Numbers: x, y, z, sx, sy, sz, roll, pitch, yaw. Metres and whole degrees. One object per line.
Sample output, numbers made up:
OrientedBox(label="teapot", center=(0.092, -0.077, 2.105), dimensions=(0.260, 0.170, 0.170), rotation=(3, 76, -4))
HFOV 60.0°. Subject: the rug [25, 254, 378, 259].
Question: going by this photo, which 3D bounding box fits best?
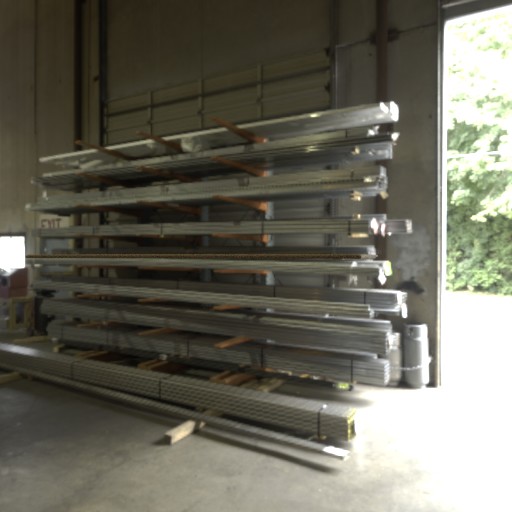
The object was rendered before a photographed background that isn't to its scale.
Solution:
OrientedBox(label="rug", center=(0.000, 0.000, 2.070), dimensions=(1.062, 0.013, 1.667), rotation=(0, 0, 17))
